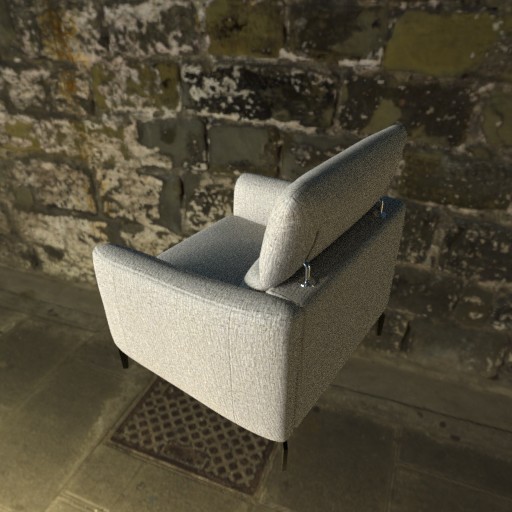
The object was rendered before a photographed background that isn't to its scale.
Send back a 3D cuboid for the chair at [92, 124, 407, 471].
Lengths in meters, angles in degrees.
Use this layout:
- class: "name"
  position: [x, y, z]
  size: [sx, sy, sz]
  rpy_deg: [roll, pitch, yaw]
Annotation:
- class: "chair"
  position: [0.000, 0.000, 1.703]
  size: [0.835, 0.967, 0.972]
  rpy_deg: [20, 37, 30]
